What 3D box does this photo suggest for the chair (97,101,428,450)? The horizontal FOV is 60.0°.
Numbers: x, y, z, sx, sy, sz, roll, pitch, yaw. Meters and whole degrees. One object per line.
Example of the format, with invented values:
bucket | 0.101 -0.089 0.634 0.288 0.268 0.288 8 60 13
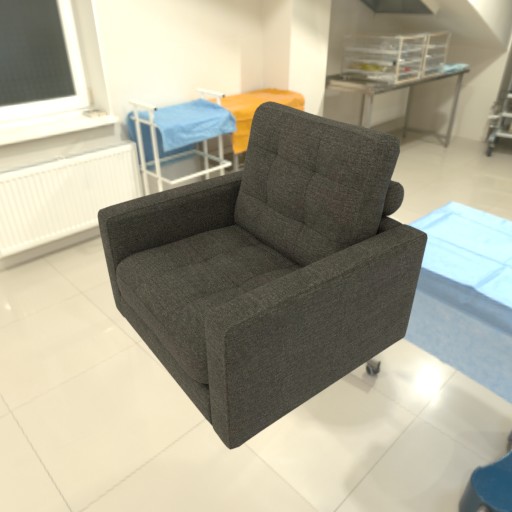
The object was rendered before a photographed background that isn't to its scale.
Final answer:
chair | 0.000 0.000 1.543 0.843 0.880 0.821 -22 37 -31
